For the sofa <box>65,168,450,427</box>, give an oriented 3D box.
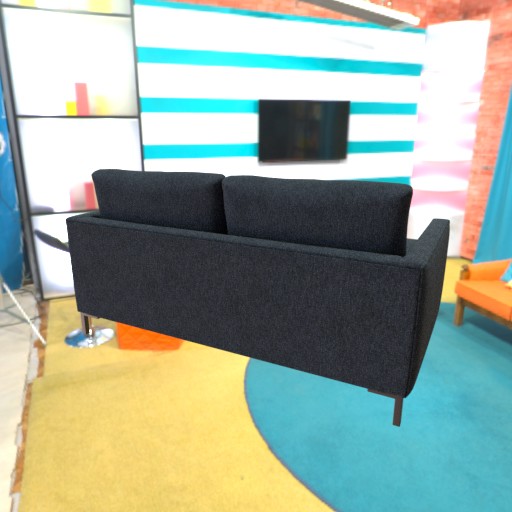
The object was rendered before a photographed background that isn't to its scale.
[{"bbox_3d":[0.000,0.000,2.217,1.716,0.862,0.866,8,18,27],"label":"sofa"}]
